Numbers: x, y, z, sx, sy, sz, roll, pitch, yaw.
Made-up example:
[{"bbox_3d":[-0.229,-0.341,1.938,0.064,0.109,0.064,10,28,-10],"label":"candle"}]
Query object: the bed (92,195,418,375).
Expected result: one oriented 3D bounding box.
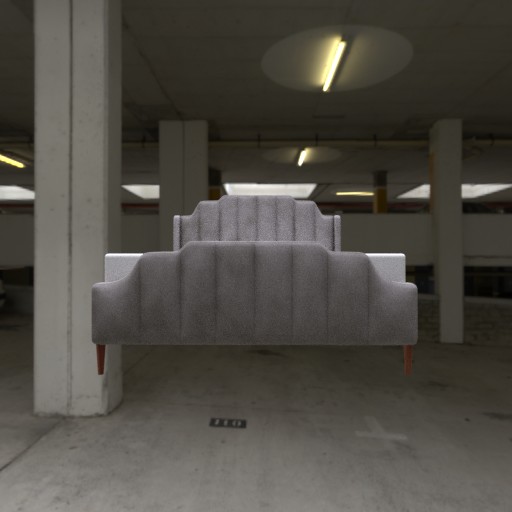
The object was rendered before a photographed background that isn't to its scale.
[{"bbox_3d":[0.000,0.000,3.395,1.676,1.245,2.340,0,0,0],"label":"bed"}]
